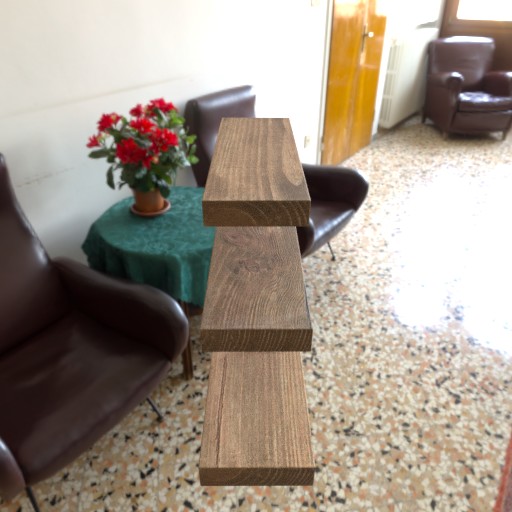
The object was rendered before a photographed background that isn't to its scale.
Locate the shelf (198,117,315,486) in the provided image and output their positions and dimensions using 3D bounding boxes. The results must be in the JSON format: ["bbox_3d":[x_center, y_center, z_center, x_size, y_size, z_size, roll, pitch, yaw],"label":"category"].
[{"bbox_3d":[0.000,0.000,0.730,0.140,0.293,0.610,0,32,0],"label":"shelf"}]
